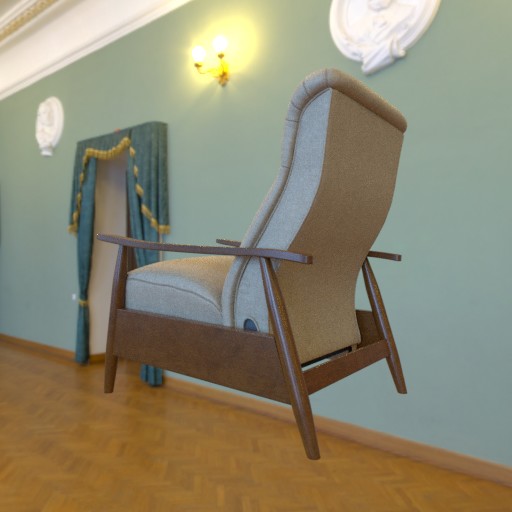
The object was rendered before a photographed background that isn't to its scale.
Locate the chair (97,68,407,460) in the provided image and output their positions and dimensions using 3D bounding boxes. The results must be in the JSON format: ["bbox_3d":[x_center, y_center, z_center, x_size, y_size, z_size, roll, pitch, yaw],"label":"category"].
[{"bbox_3d":[0.000,0.000,1.755,1.030,1.082,0.762,0,0,37],"label":"chair"}]
